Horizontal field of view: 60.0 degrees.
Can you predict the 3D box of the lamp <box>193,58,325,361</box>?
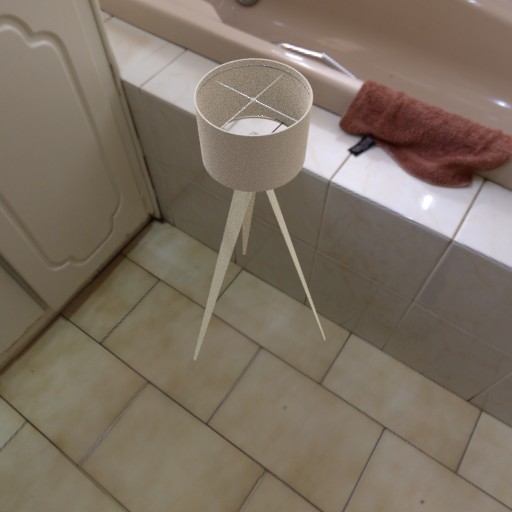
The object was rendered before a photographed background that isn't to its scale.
[{"bbox_3d":[0.000,0.000,1.897,0.724,1.524,0.716,33,63,19],"label":"lamp"}]
